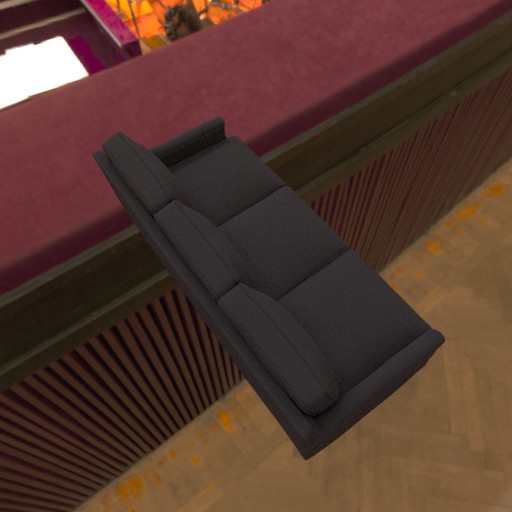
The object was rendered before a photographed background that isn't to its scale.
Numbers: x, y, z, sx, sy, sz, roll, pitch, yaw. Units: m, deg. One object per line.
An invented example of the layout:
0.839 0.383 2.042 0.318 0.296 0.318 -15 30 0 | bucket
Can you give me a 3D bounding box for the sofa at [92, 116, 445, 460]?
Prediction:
0.000 0.000 2.844 1.084 1.003 2.246 -31 62 -19 | sofa
